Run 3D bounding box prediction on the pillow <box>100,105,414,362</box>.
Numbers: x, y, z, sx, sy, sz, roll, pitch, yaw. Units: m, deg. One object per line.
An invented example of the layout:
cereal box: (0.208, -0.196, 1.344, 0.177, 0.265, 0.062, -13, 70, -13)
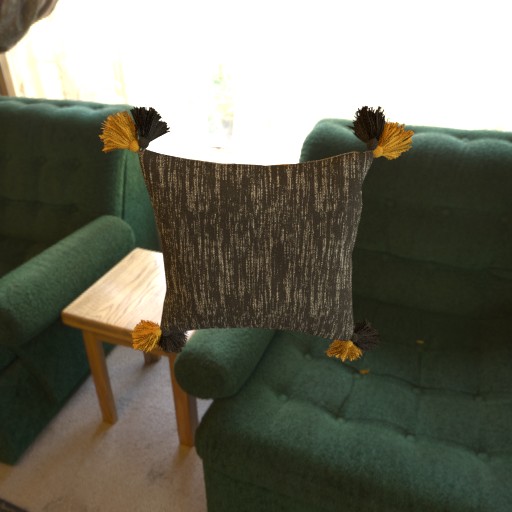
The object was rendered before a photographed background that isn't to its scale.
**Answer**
pillow: (0.000, 0.000, 1.003, 0.654, 0.659, 0.139, 1, 31, 2)
